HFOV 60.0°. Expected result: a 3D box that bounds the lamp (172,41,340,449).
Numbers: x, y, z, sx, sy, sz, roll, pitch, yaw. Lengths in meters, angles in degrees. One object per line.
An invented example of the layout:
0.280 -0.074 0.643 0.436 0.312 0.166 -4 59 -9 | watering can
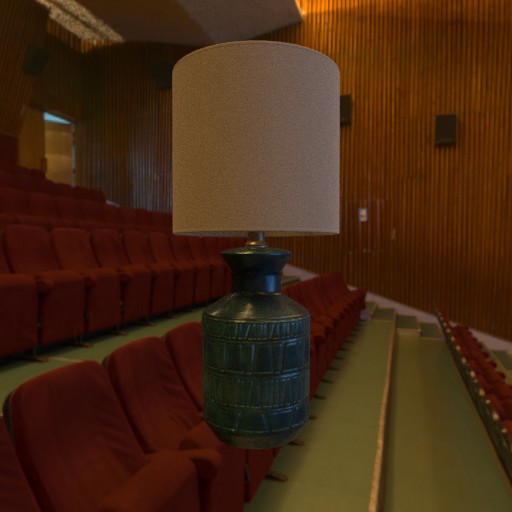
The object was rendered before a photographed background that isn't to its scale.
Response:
0.000 0.000 0.573 0.211 0.455 0.211 0 1 18 | lamp
